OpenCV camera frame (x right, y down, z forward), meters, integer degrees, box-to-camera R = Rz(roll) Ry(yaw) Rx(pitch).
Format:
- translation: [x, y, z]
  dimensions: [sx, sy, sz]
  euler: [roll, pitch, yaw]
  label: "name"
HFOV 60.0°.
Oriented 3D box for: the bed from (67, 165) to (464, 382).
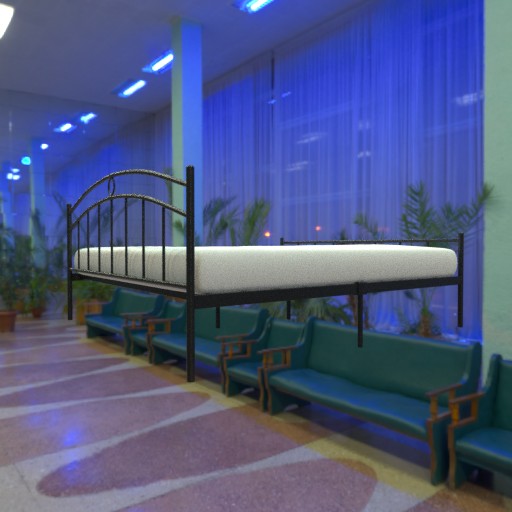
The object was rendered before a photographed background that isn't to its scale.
- translation: [0.000, 0.000, 3.080]
  dimensions: [2.040, 0.940, 1.880]
  euler: [-1, 1, -36]
  label: "bed"
